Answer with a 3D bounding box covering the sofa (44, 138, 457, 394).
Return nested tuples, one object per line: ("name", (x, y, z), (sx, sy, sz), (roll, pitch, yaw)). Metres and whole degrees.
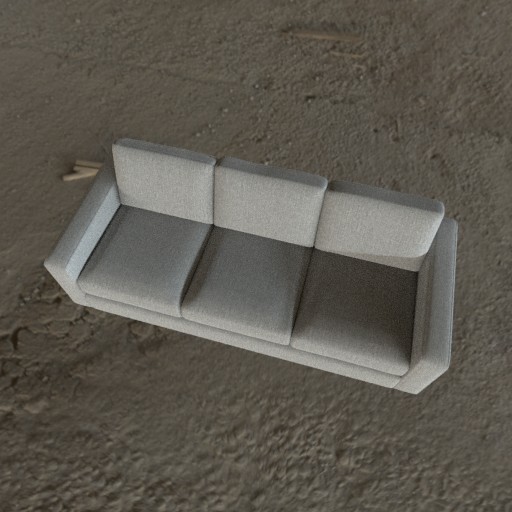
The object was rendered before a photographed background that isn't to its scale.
("sofa", (0.000, 0.000, 2.552), (2.120, 0.800, 0.900), (13, 60, 8))
